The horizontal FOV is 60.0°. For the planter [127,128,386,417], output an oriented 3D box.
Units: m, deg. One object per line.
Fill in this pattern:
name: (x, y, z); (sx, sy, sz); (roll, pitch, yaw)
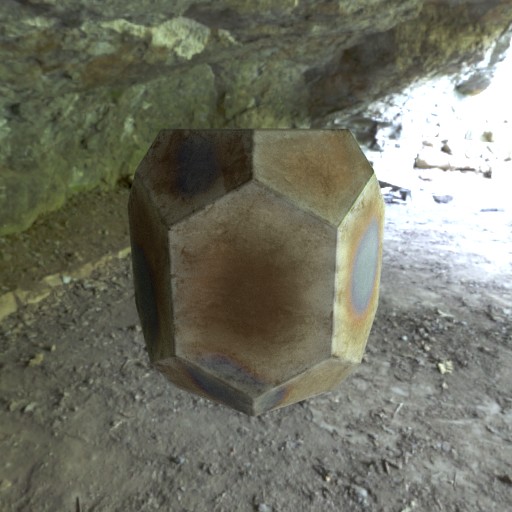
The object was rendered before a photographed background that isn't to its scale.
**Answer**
planter: (0.000, 0.000, 0.431); (0.221, 0.238, 0.243); (-9, 18, -27)
